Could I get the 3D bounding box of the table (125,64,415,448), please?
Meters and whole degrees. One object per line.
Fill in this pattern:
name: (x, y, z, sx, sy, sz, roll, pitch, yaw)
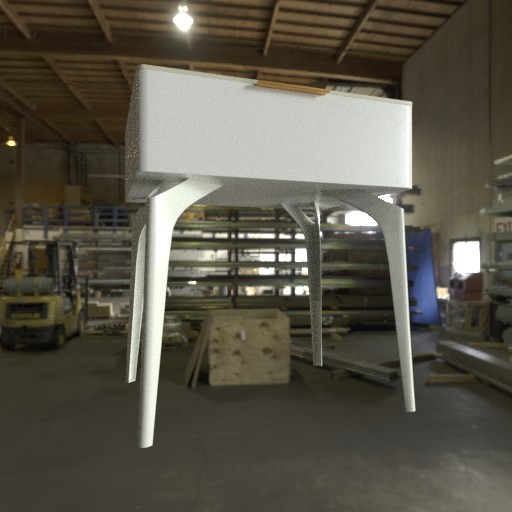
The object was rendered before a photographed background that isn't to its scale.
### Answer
table: (0.000, 0.000, 0.910, 0.500, 0.570, 0.400, 0, -1, -19)
